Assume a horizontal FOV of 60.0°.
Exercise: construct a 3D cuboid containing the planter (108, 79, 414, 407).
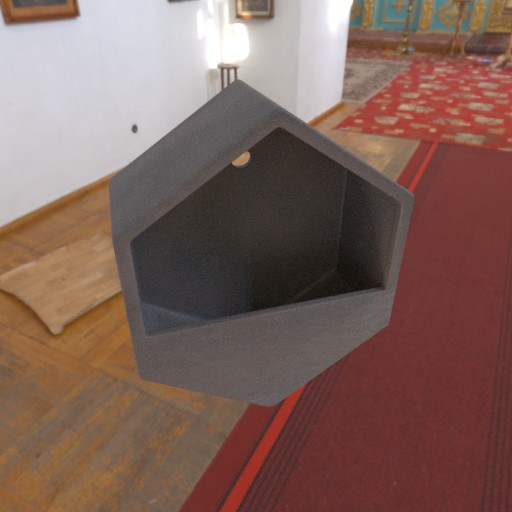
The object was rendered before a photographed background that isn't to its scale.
[{"bbox_3d":[0.000,0.000,0.291,0.169,0.206,0.077,-9,33,-14],"label":"planter"}]
